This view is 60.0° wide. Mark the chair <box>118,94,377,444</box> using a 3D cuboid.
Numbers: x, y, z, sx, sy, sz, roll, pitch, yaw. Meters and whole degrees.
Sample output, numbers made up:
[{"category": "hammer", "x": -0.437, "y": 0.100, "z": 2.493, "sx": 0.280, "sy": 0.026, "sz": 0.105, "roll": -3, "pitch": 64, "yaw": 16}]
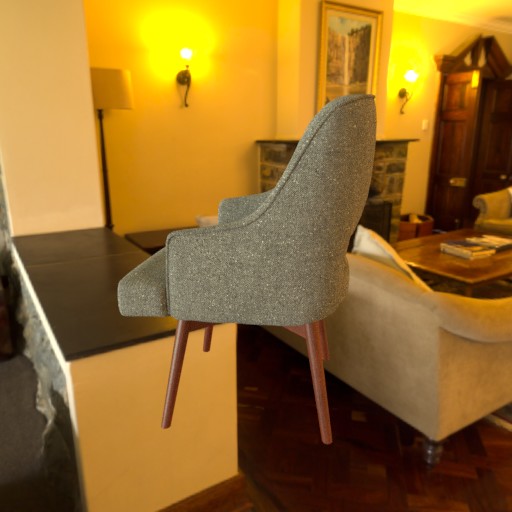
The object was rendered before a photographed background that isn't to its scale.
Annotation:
[{"category": "chair", "x": 0.000, "y": 0.000, "z": 1.298, "sx": 0.629, "sy": 0.875, "sz": 0.608, "roll": 2, "pitch": 16, "yaw": 8}]
